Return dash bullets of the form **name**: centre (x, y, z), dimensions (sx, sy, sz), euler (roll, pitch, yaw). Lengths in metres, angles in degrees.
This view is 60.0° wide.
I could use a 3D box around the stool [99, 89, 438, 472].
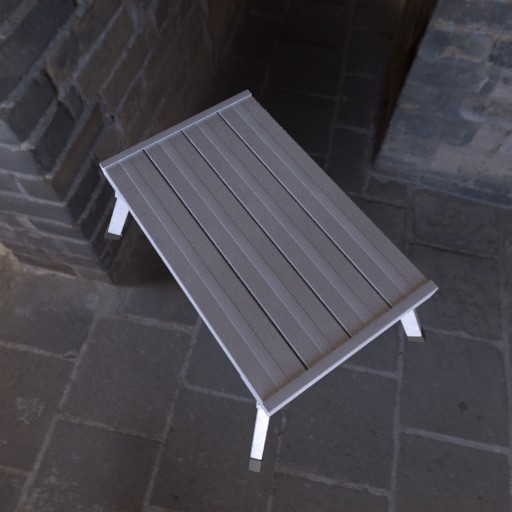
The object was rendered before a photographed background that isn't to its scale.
- **stool**: centre (0.000, 0.000, 0.742), dimensions (0.385, 0.225, 0.535), euler (-32, 67, -15)
